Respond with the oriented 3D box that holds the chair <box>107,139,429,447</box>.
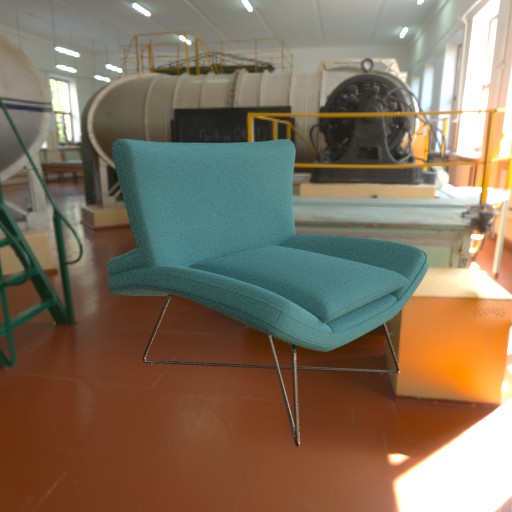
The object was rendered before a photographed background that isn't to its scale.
[{"bbox_3d":[0.000,0.000,1.675,0.859,0.855,1.008,-14,20,-43],"label":"chair"}]
